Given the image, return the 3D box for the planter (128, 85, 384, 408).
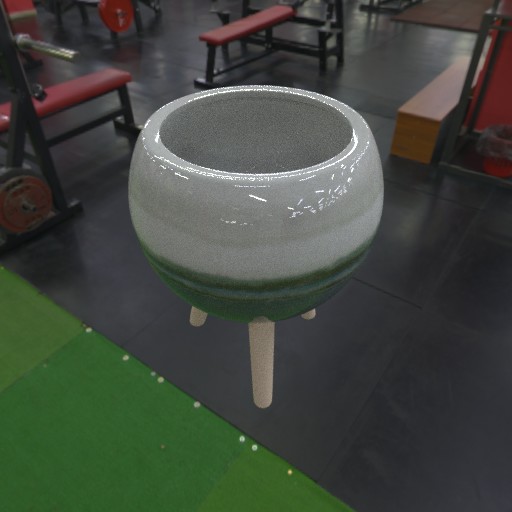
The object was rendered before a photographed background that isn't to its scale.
[{"bbox_3d":[0.000,0.000,0.446,0.222,0.278,0.222,0,40,0],"label":"planter"}]
